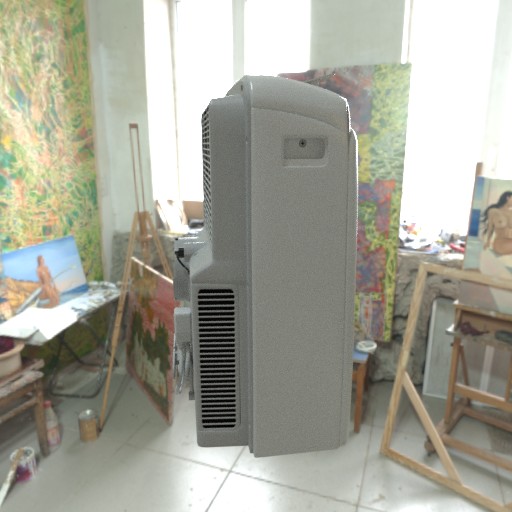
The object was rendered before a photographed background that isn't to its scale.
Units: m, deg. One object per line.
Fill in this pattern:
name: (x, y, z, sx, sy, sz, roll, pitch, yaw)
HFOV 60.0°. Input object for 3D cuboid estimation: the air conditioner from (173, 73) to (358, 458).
air conditioner: (0.000, 0.000, 1.056, 0.414, 0.786, 0.449, -2, 14, -9)
